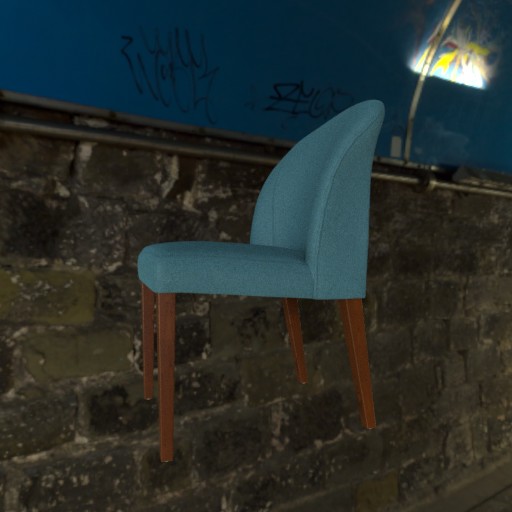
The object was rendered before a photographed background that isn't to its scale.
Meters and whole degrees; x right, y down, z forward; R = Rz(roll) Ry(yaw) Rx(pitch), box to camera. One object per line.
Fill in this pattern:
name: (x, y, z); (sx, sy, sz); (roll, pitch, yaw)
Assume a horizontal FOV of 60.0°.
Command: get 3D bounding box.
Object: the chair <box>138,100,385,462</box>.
chair: (0.000, 0.000, 1.240); (0.620, 0.879, 0.507); (0, 1, -19)
